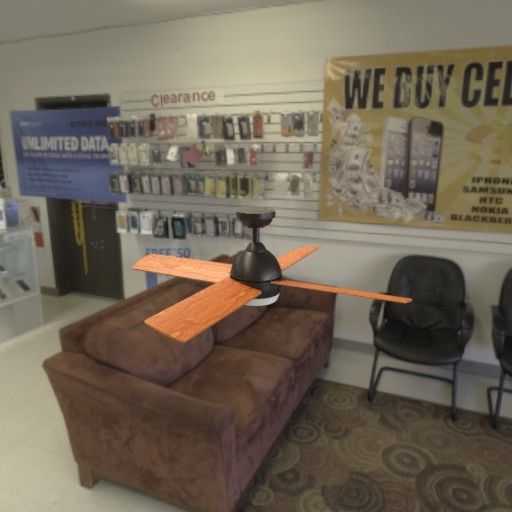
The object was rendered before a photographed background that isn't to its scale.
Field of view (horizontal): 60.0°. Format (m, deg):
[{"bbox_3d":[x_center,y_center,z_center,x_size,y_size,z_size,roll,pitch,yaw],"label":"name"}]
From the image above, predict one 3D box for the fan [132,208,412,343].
[{"bbox_3d":[0.000,0.000,1.960,1.332,0.403,1.332,7,16,26],"label":"fan"}]
